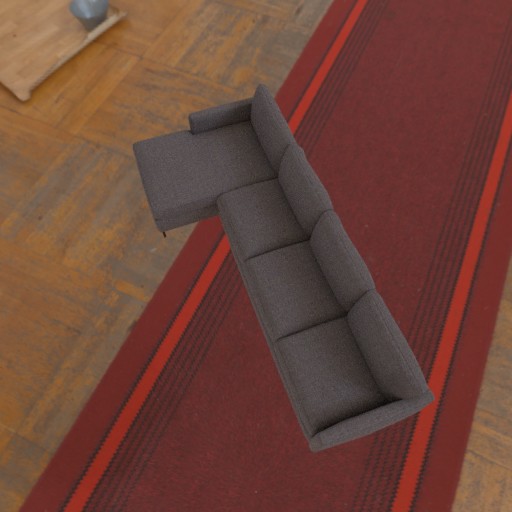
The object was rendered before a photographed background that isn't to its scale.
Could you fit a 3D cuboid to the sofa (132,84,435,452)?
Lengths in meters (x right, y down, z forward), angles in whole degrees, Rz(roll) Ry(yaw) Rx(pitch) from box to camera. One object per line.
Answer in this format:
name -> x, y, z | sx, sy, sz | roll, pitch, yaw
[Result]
sofa -> 0.000, 0.000, 3.216 | 1.258, 0.754, 2.731 | -18, 63, -9
